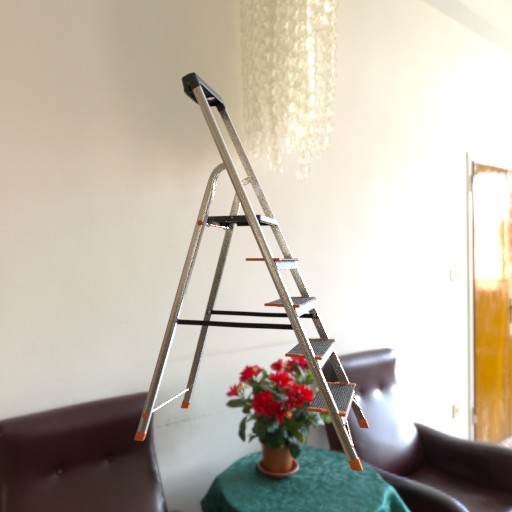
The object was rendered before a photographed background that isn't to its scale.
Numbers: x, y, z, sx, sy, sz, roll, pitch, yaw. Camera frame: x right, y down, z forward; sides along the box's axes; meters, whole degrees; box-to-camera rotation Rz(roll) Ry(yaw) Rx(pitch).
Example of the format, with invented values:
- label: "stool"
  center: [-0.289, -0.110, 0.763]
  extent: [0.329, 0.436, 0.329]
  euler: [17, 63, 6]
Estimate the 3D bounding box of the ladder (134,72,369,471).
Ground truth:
- label: "ladder"
  center: [0.000, 0.000, 2.066]
  extent: [0.995, 1.646, 0.480]
  euler: [0, -1, 17]
